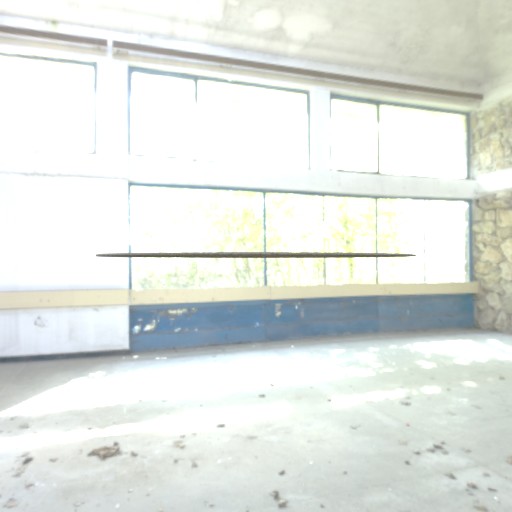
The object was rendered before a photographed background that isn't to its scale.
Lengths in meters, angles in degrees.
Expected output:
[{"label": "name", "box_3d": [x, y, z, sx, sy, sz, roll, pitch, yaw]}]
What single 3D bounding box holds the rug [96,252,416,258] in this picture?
[{"label": "rug", "box_3d": [0.000, 0.000, 3.500, 2.382, 0.014, 2.382, 0, -1, 0]}]
